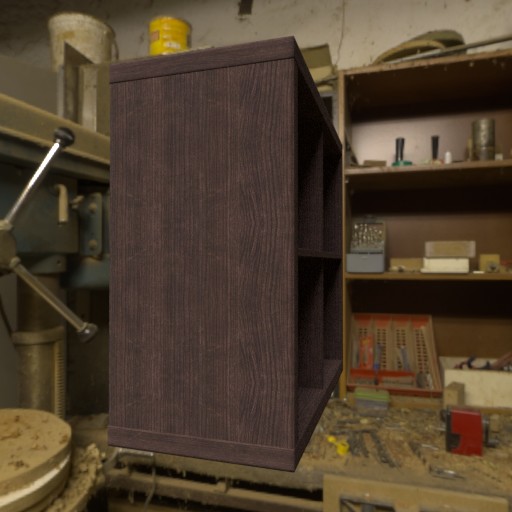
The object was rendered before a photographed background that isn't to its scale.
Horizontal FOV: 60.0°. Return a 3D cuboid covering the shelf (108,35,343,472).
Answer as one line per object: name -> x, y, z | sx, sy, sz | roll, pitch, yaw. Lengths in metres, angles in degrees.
shelf -> 0.000, 0.000, 1.232 | 0.390, 0.786, 0.790 | 0, -1, 17
